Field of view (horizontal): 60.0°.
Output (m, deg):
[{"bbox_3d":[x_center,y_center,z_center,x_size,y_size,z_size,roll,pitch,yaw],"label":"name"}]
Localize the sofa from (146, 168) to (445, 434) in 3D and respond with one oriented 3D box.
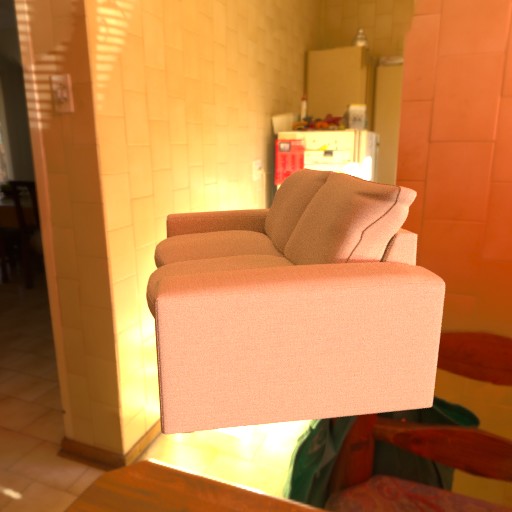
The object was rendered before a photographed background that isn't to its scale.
[{"bbox_3d":[0.000,0.000,2.353,1.091,0.875,1.754,-2,14,-9],"label":"sofa"}]
